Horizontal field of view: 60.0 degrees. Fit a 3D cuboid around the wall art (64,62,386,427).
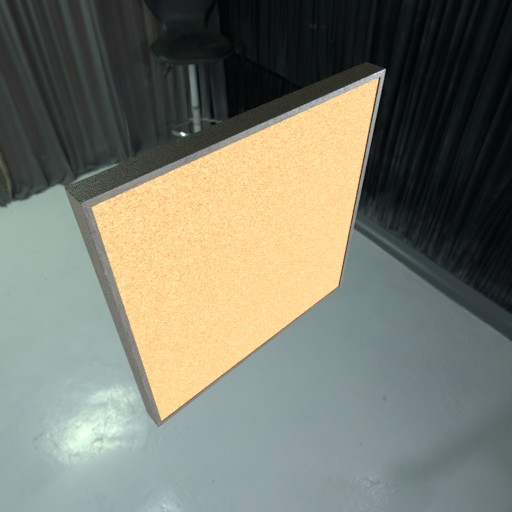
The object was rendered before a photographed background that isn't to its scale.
[{"bbox_3d":[0.000,0.000,0.753,0.507,0.507,0.037,-32,53,-29],"label":"wall art"}]
